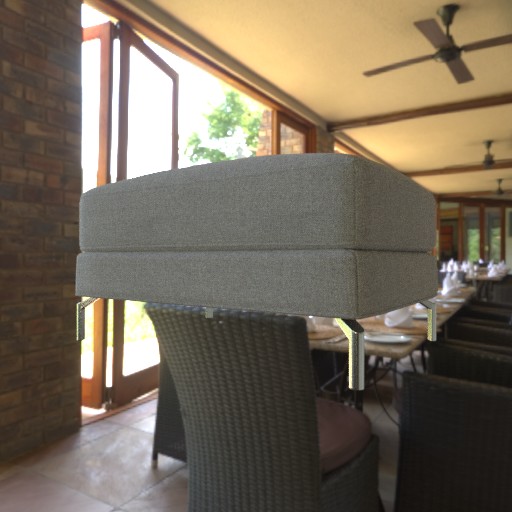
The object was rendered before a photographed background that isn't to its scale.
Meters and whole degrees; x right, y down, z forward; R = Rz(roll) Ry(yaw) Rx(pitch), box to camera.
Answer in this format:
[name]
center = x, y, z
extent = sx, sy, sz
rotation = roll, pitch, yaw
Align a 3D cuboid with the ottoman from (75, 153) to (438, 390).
[ottoman]
center = 0.000, 0.000, 1.203
extent = 0.838, 0.457, 0.584
rotation = 0, 0, 34
